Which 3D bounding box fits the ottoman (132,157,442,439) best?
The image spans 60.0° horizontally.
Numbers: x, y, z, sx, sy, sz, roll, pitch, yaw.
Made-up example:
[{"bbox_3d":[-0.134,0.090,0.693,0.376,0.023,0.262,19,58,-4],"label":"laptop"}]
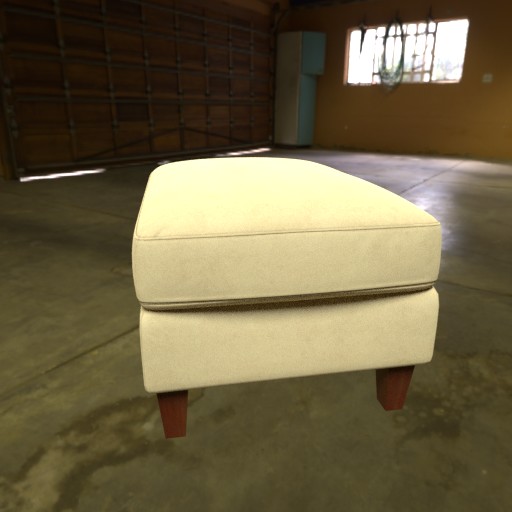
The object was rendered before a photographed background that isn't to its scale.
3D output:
[{"bbox_3d":[0.000,0.000,1.207,0.584,0.483,0.864,-3,19,-10],"label":"ottoman"}]
